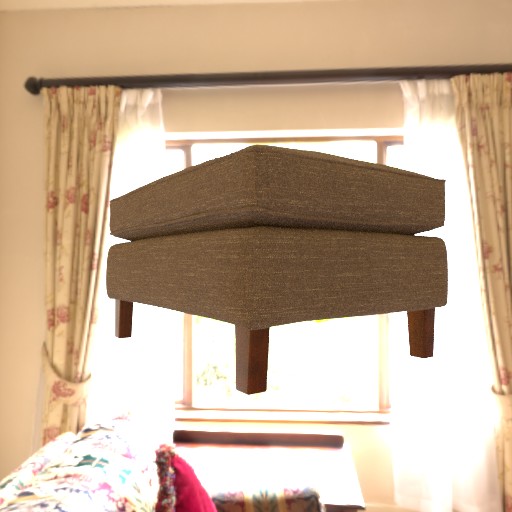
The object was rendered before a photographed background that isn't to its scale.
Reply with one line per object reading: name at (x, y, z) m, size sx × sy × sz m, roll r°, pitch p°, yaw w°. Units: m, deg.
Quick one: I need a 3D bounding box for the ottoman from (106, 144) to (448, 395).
ottoman at (0.000, 0.000, 0.998) m, size 0.508 × 0.406 × 0.686 m, roll 1°, pitch -1°, yaw -35°
